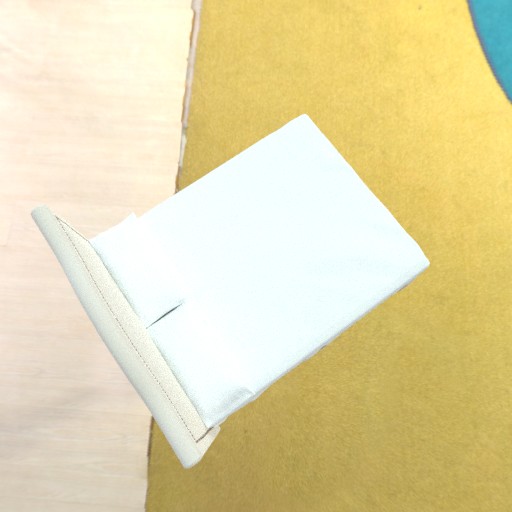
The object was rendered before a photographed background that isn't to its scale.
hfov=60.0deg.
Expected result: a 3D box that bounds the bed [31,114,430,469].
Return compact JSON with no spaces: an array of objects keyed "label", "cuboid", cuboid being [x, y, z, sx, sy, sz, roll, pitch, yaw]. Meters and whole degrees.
[{"label":"bed","cuboid":[0.000,0.000,3.242,2.143,1.460,1.753,-34,77,-9]}]
